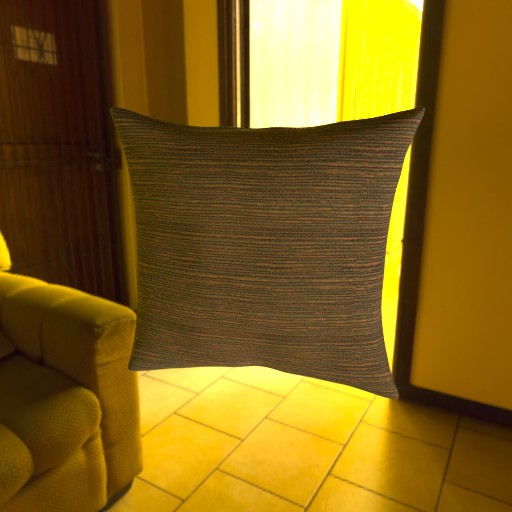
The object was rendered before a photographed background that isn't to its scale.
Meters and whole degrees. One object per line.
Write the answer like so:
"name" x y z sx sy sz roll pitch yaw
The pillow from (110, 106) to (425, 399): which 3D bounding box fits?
"pillow" 0.000 0.000 0.770 0.514 0.497 0.150 3 15 11
